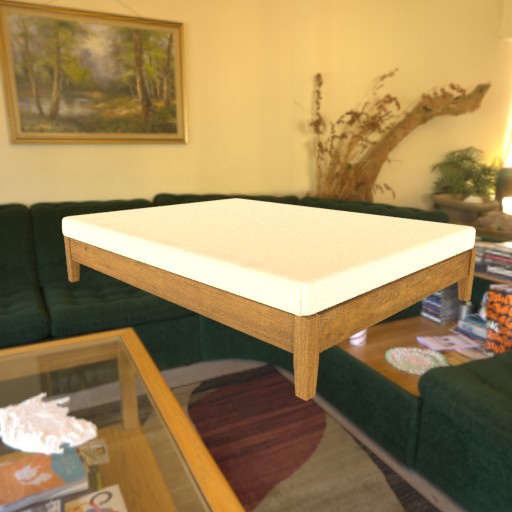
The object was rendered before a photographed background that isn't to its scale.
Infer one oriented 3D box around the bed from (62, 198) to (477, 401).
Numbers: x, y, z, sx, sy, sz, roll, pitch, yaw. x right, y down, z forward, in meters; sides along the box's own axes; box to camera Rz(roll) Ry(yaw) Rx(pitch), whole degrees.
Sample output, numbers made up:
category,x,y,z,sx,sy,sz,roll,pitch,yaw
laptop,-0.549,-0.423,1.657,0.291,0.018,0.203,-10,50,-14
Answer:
category,x,y,z,sx,sy,sz,roll,pitch,yaw
bed,0.000,0.000,2.705,1.536,0.431,2.016,-13,19,-43
